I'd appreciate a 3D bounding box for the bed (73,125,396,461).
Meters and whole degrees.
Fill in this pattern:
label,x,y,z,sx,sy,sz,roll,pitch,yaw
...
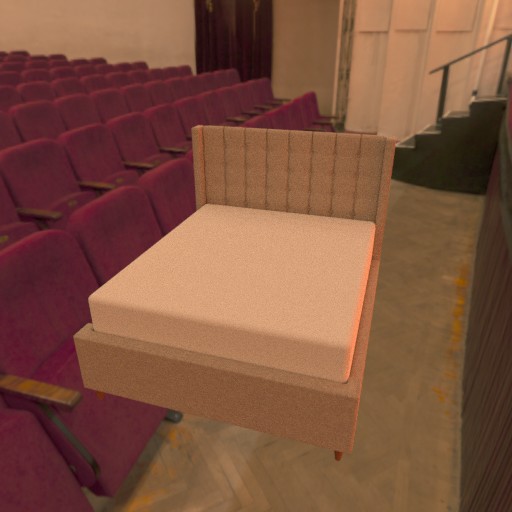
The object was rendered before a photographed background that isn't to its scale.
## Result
label,x,y,z,sx,sy,sz,roll,pitch,yaw
bed,0.000,0.000,3.834,2.045,1.743,2.370,8,27,16
